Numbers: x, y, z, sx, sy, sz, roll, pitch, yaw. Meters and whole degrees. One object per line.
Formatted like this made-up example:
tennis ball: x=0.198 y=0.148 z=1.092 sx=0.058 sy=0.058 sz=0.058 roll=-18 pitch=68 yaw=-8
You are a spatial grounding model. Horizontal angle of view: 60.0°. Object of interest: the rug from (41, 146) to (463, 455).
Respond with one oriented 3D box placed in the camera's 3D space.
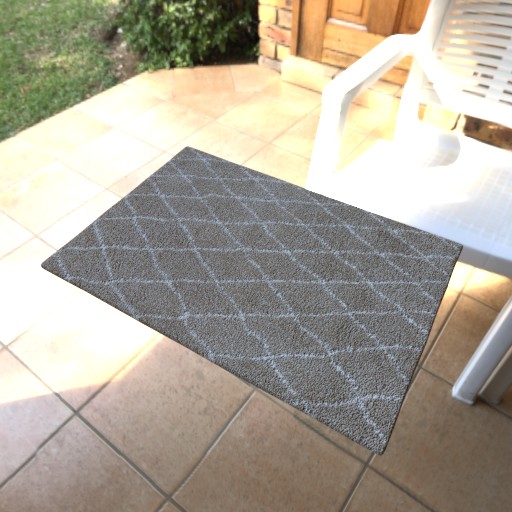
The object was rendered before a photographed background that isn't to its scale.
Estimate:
rug: x=0.000 y=0.000 z=2.248 sx=1.778 sy=0.030 sz=1.219 roll=24 pitch=51 yaw=20
